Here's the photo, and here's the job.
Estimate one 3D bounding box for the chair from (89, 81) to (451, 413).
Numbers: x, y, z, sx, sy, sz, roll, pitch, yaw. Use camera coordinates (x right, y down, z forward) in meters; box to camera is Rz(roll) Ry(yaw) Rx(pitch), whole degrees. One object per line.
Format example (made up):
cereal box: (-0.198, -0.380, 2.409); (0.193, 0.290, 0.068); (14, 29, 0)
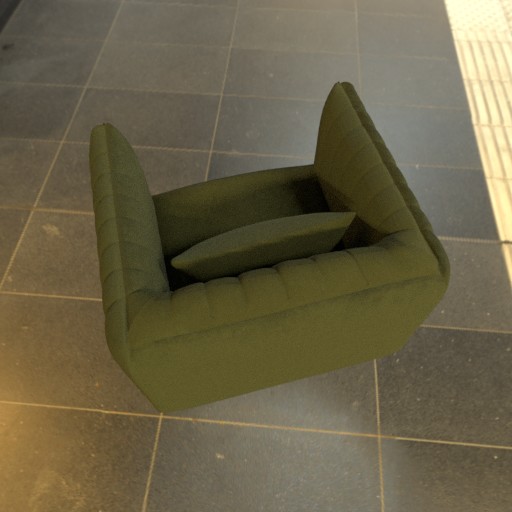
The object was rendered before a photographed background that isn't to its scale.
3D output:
chair: (0.000, 0.000, 1.676); (1.032, 0.794, 0.877); (-13, 60, -7)
